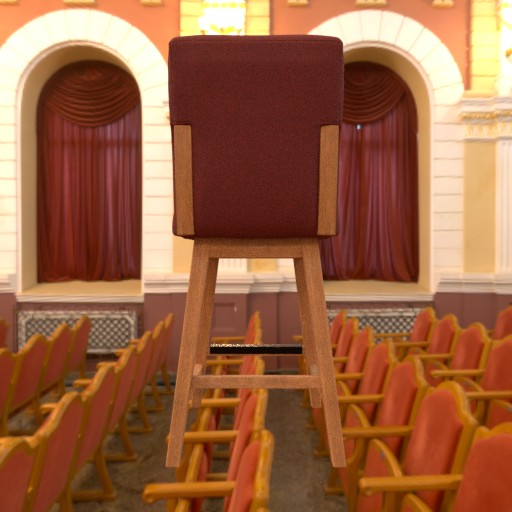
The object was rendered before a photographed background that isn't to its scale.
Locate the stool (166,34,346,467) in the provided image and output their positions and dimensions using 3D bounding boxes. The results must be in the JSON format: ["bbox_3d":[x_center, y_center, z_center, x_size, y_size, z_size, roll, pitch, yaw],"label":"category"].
[{"bbox_3d":[0.000,0.000,1.292,0.468,1.038,0.562,0,1,0],"label":"stool"}]
